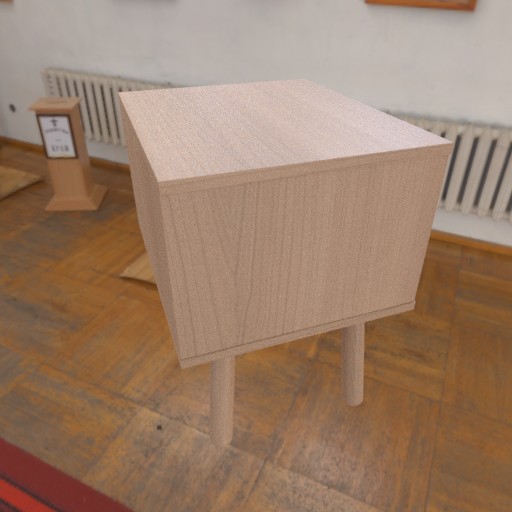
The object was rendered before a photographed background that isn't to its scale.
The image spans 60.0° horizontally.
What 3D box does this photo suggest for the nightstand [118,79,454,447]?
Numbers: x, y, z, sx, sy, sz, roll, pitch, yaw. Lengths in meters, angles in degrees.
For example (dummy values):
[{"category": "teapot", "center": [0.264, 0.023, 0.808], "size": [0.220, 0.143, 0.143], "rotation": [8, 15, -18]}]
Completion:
[{"category": "nightstand", "center": [0.000, 0.000, 0.836], "size": [0.380, 0.530, 0.450], "rotation": [-11, 34, -17]}]
